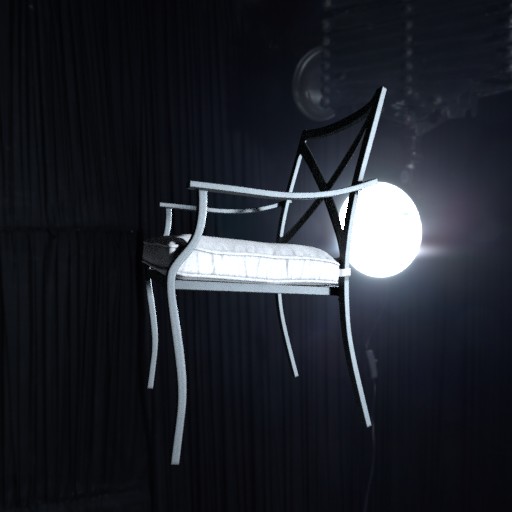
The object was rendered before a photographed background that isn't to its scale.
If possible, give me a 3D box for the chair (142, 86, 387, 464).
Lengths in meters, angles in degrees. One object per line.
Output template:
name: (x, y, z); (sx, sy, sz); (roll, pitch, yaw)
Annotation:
chair: (0.000, 0.000, 1.303); (0.620, 0.889, 0.575); (-1, 2, -19)
